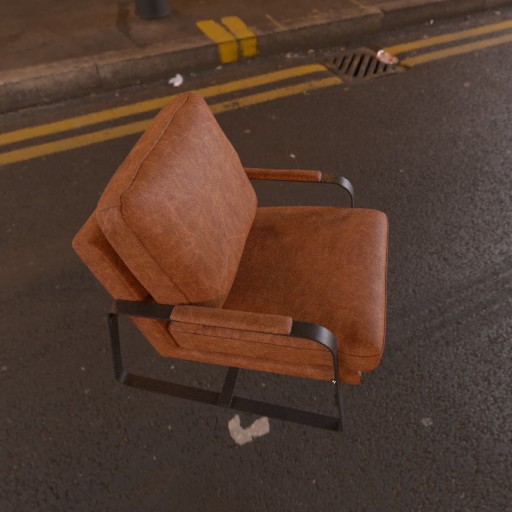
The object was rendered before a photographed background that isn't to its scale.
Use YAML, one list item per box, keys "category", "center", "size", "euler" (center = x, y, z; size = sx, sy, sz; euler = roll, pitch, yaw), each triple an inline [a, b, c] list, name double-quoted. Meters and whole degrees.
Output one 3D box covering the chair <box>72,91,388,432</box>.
- category: "chair"
  center: [0.000, 0.000, 1.357]
  size: [0.801, 0.777, 0.651]
  euler: [9, 48, 9]
